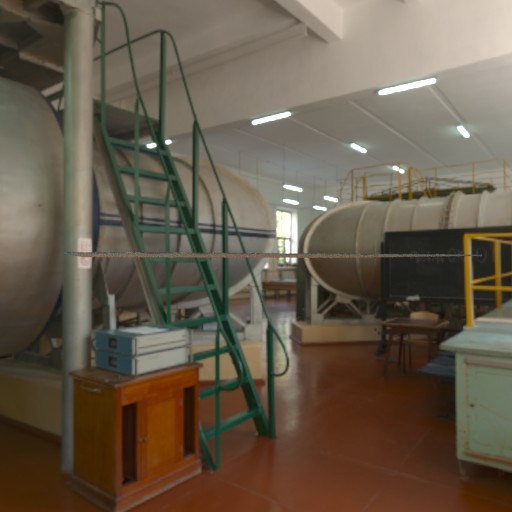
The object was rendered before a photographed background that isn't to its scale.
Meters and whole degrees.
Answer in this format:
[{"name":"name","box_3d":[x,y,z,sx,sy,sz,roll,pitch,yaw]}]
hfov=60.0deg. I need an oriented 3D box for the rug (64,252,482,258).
[{"name":"rug","box_3d":[0.000,0.000,4.367,3.291,0.013,2.337,0,-1,-19]}]
